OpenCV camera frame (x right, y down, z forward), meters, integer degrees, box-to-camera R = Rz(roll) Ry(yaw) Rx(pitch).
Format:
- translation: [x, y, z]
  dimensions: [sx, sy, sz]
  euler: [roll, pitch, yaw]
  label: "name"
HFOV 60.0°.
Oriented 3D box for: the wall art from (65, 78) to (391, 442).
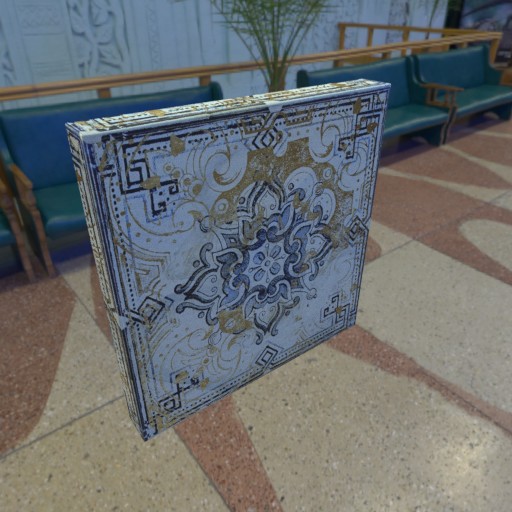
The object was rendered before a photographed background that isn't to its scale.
- translation: [0.000, 0.000, 0.450]
  dimensions: [0.302, 0.306, 0.038]
  euler: [-21, 37, -31]
  label: "wall art"
